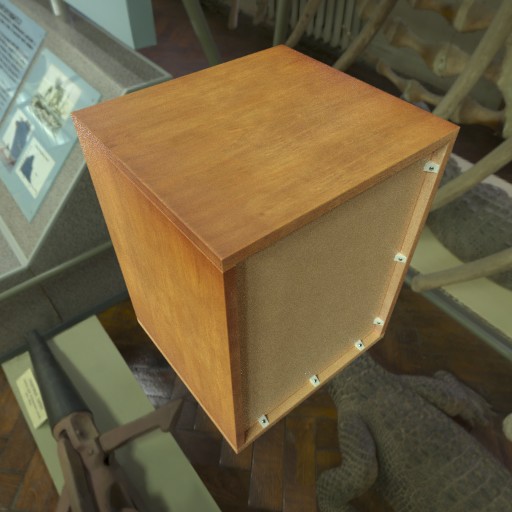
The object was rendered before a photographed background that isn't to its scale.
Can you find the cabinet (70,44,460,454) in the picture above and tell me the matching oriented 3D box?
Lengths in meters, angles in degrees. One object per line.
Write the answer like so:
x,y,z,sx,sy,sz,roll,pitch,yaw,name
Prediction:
0.000,0.000,0.845,0.409,0.579,0.401,-30,53,-26,cabinet
